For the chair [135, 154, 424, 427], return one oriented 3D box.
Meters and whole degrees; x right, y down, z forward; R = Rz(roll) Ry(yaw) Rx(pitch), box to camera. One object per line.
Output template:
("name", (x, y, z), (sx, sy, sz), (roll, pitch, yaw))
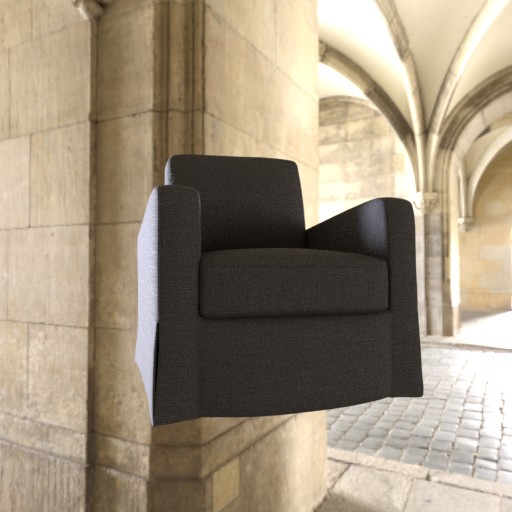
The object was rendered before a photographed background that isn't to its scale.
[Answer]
("chair", (0.000, 0.000, 1.581), (0.798, 0.855, 0.863), (0, -1, -18))
